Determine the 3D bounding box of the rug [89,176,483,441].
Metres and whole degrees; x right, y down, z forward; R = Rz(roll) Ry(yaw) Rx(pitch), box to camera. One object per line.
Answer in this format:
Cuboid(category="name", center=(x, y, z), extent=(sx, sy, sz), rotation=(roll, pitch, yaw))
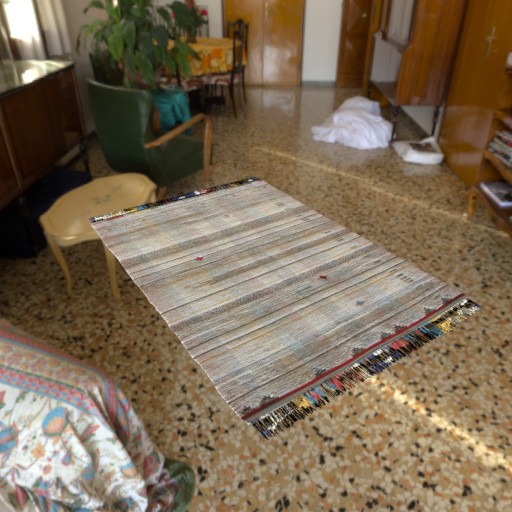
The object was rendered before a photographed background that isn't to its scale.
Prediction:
Cuboid(category="rug", center=(0.000, 0.000, 2.289), extent=(1.217, 0.012, 1.848), rotation=(-20, 37, -28))
